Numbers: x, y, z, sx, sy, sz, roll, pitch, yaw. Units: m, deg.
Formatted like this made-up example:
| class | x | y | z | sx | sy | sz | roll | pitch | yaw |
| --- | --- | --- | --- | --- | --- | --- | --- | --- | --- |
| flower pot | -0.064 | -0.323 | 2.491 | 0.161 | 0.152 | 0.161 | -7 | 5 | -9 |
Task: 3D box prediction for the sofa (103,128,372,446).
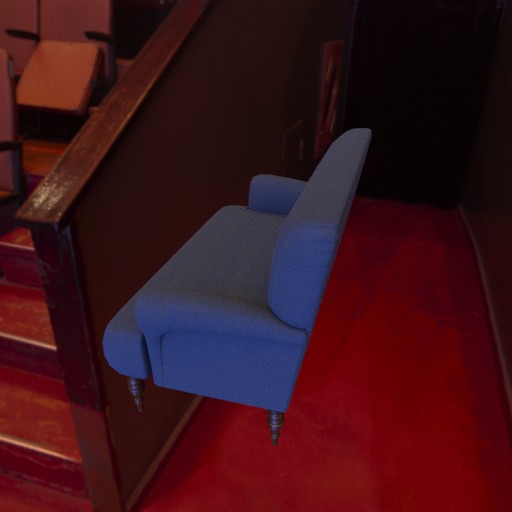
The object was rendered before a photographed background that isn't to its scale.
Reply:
| class | x | y | z | sx | sy | sz | roll | pitch | yaw |
| --- | --- | --- | --- | --- | --- | --- | --- | --- | --- |
| sofa | 0.000 | 0.000 | 1.880 | 0.779 | 0.889 | 1.297 | 8 | 30 | 15 |
